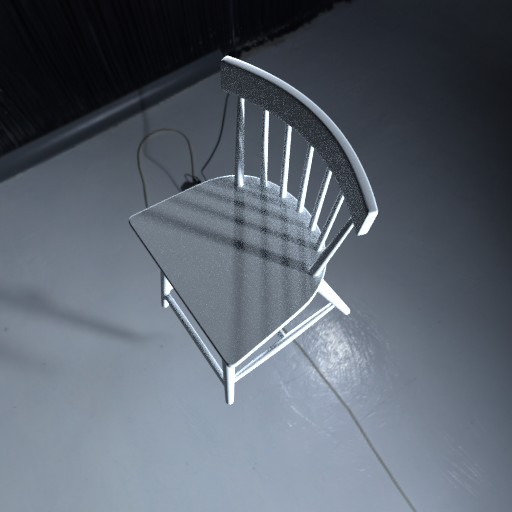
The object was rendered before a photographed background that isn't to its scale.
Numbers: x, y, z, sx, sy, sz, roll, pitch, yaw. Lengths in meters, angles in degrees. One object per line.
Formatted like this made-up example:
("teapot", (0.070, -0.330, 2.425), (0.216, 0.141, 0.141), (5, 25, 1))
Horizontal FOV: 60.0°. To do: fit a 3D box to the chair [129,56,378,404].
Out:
("chair", (0.000, 0.000, 1.262), (0.572, 0.952, 0.483), (-33, 69, -14))
